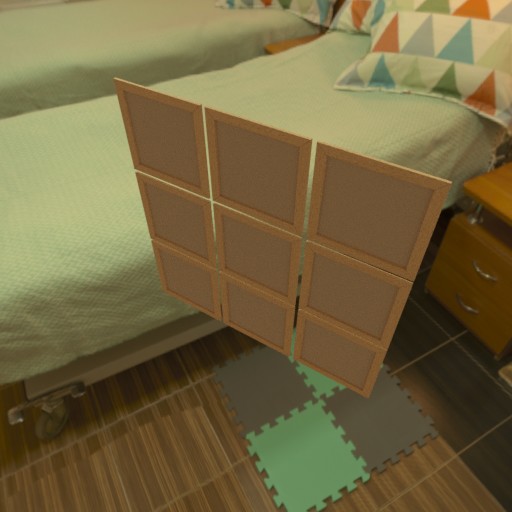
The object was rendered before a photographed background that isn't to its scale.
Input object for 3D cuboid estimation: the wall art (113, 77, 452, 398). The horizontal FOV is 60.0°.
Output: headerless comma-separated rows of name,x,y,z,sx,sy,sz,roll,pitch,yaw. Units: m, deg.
wall art,0.000,0.000,2.280,1.519,1.507,0.014,24,50,22
